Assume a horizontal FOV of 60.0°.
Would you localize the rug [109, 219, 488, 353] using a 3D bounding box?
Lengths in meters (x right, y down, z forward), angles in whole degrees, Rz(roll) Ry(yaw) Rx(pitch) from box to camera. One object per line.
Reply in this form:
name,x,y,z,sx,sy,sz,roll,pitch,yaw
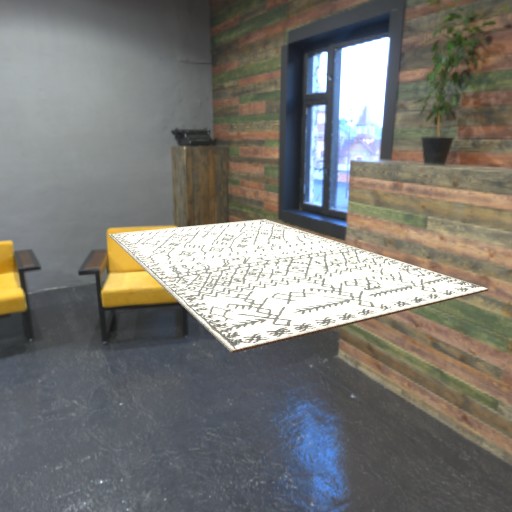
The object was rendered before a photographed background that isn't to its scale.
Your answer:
rug,0.000,0.000,3.072,1.526,0.012,2.444,-8,17,-27
